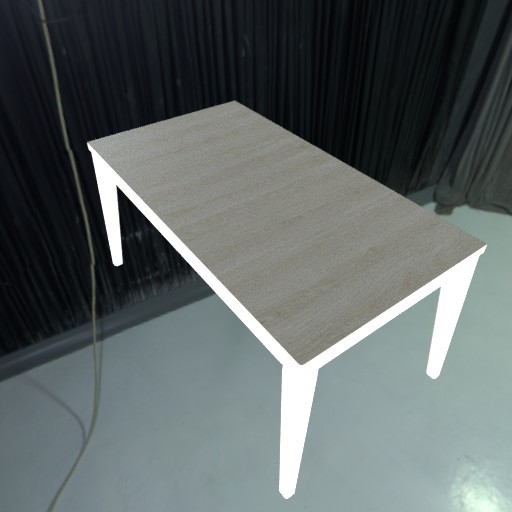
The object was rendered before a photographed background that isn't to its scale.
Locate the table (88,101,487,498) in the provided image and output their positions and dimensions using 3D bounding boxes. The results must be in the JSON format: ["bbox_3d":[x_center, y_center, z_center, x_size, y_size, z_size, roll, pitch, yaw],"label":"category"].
[{"bbox_3d":[0.000,0.000,2.045,0.900,0.760,1.600,-26,47,-26],"label":"table"}]
